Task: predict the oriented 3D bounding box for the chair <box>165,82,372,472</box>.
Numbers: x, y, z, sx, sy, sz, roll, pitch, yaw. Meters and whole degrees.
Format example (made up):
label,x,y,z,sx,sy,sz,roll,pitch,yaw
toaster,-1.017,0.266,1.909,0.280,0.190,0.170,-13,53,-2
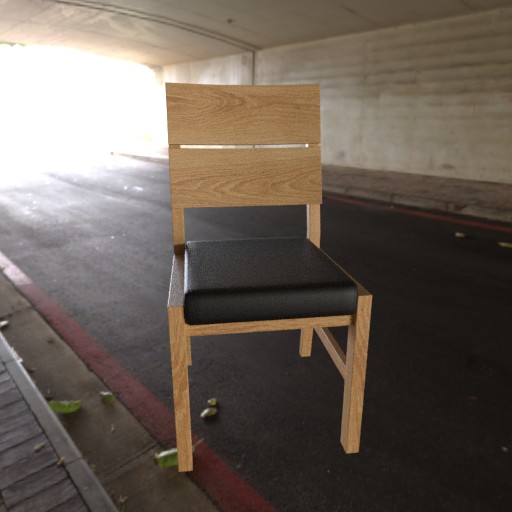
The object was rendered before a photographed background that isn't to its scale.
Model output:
label,x,y,z,sx,sy,sz,roll,pitch,yaw
chair,0.000,0.000,1.264,0.475,0.950,0.569,-3,18,-8
